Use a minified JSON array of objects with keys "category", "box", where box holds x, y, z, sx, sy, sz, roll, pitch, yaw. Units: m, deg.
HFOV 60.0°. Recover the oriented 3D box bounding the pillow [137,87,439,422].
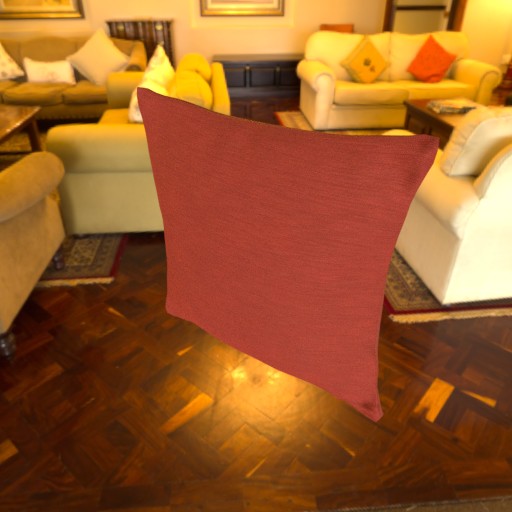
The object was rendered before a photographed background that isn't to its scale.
[{"category":"pillow","box":[0.000,0.000,0.635,0.435,0.416,0.151,21,37,30]}]
